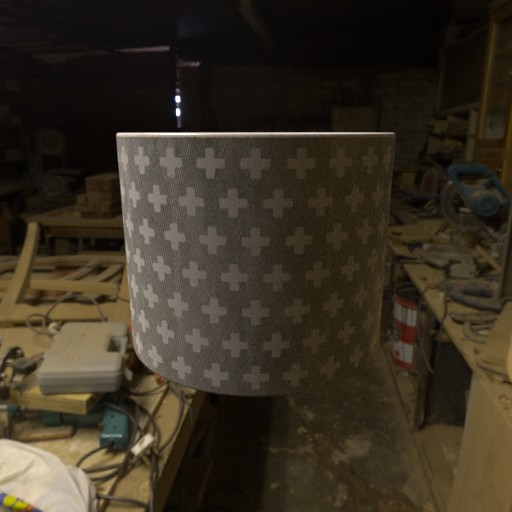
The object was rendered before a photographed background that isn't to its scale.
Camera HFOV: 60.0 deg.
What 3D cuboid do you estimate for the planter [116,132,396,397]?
[{"bbox_3d":[0.000,0.000,0.339,0.190,0.181,0.190,0,16,0],"label":"planter"}]
